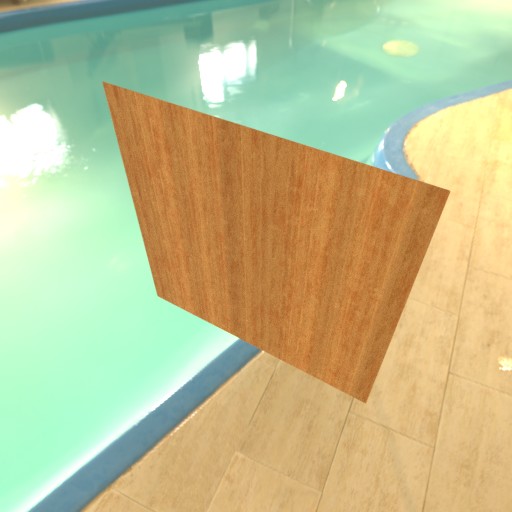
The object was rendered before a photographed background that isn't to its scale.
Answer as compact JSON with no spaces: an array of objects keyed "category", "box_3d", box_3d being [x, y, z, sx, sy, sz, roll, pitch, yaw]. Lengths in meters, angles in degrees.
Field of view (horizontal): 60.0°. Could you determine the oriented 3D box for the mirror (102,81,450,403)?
[{"category":"mirror","box_3d":[0.000,0.000,0.973,0.651,0.651,0.047,23,51,21]}]
